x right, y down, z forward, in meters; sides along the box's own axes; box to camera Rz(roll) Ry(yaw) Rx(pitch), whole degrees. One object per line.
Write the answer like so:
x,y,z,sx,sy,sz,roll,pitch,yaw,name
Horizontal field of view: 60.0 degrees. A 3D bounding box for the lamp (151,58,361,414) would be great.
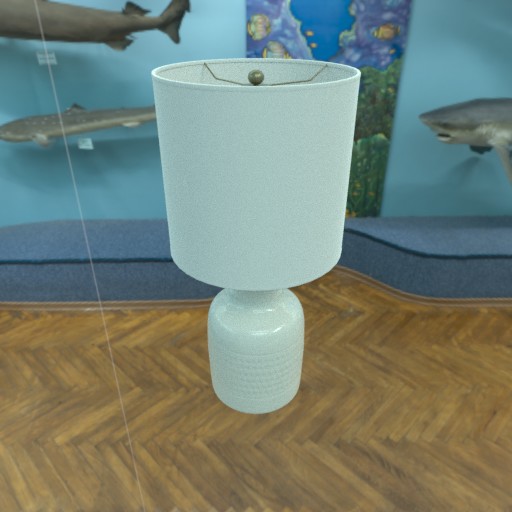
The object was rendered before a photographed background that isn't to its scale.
0.000,0.000,0.502,0.188,0.392,0.188,1,30,1,lamp
